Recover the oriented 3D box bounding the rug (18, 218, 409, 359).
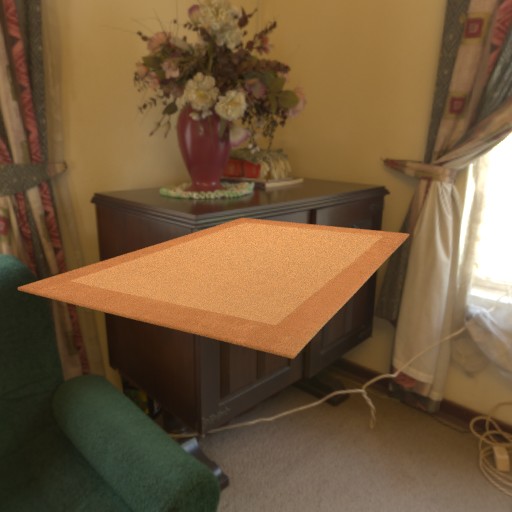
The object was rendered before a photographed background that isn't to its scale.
[{"bbox_3d":[0.000,0.000,2.294,1.219,0.014,1.829,8,17,27],"label":"rug"}]
